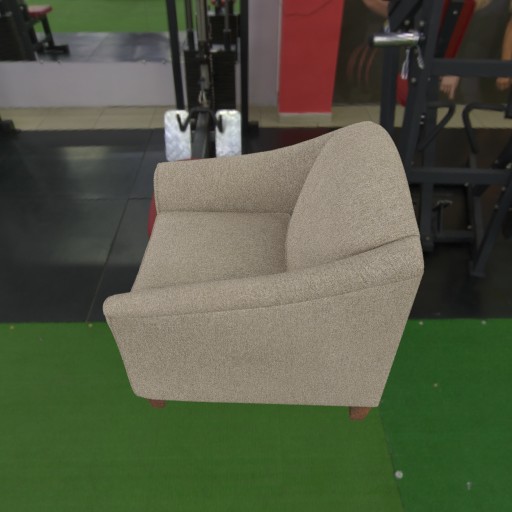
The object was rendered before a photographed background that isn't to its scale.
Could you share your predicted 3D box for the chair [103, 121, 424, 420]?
[{"bbox_3d":[0.000,0.000,1.468,0.787,0.839,0.763,1,41,1],"label":"chair"}]
